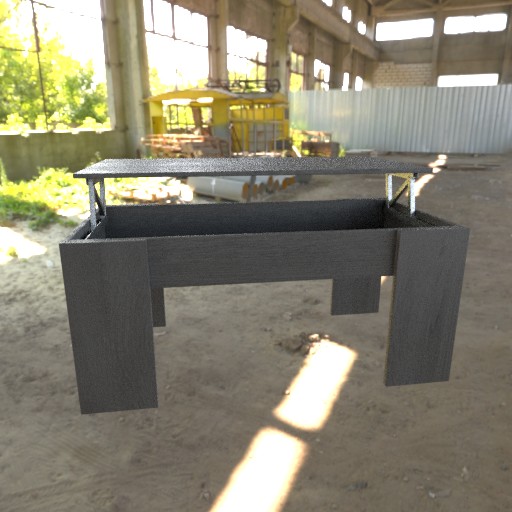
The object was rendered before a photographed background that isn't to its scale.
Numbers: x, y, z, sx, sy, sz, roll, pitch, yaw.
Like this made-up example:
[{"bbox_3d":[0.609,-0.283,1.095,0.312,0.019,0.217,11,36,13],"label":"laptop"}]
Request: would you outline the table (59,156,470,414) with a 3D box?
[{"bbox_3d":[0.000,0.000,1.429,1.000,0.570,0.711,-3,17,-8],"label":"table"}]
